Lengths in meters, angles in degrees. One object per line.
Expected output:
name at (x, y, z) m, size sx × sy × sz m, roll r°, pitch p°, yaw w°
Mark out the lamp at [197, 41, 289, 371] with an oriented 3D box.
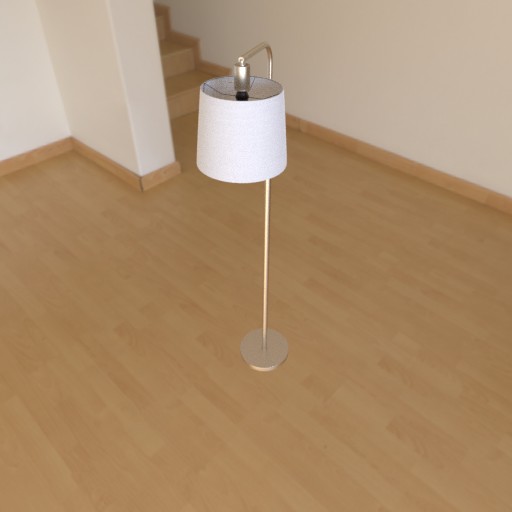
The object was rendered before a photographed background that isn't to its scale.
lamp at (0.000, 0.000, 1.649) m, size 0.254 × 1.478 × 0.508 m, roll 12°, pitch 43°, yaw 14°
